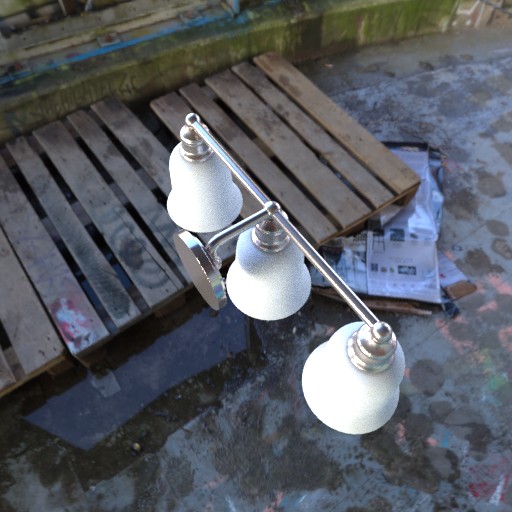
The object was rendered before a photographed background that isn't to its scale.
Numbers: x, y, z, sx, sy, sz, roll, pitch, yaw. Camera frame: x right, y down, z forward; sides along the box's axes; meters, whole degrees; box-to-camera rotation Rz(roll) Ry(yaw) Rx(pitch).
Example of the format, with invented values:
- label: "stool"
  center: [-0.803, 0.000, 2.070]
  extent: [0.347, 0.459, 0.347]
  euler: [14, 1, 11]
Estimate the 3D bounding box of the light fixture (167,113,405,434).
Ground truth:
- label: "light fixture"
  center: [0.000, 0.000, 0.665]
  extent: [0.198, 0.211, 0.570]
  euler: [-30, 62, -18]
